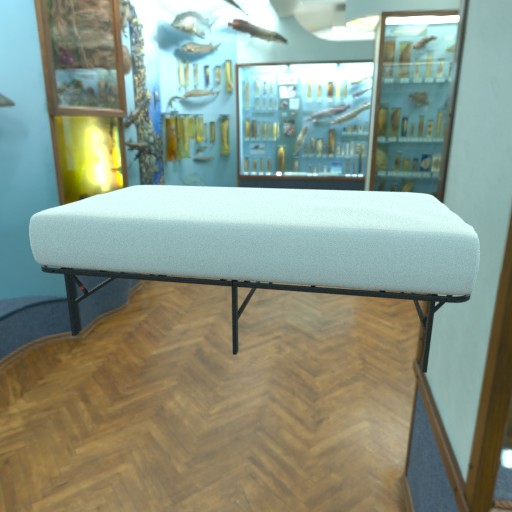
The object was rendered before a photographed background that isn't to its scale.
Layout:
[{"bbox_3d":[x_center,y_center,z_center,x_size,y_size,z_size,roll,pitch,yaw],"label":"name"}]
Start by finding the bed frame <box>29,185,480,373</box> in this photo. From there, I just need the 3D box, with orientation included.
[{"bbox_3d":[0.000,0.000,2.331,1.908,0.640,1.025,3,17,11],"label":"bed frame"}]
